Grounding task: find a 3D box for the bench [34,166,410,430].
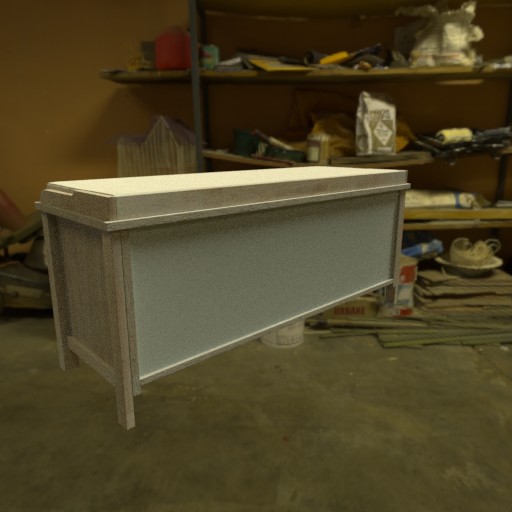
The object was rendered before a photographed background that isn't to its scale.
[{"bbox_3d":[0.000,0.000,1.391,1.140,0.501,0.398,-13,20,-42],"label":"bench"}]
